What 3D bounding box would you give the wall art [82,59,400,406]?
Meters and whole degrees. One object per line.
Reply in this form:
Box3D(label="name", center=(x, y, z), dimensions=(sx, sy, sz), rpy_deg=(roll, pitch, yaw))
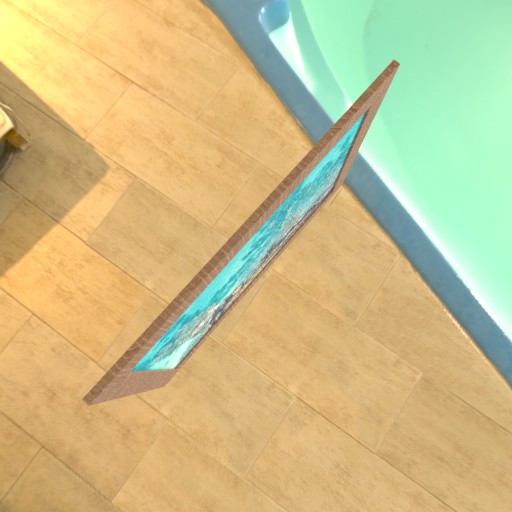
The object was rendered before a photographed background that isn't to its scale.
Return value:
Box3D(label="wall art", center=(0.000, 0.000, 1.361), dimensions=(0.020, 0.761, 1.056), rpy_deg=(40, 80, 9))
